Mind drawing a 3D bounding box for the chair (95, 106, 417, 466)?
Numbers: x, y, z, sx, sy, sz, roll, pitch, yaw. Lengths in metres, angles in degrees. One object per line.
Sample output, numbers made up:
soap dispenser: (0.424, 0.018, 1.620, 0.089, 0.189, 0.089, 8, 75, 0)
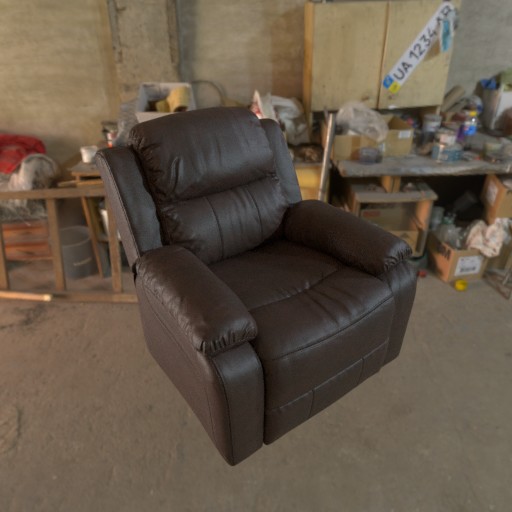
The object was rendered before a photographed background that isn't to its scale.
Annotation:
chair: (0.000, 0.000, 1.256, 0.680, 0.702, 0.707, -21, 37, -31)
